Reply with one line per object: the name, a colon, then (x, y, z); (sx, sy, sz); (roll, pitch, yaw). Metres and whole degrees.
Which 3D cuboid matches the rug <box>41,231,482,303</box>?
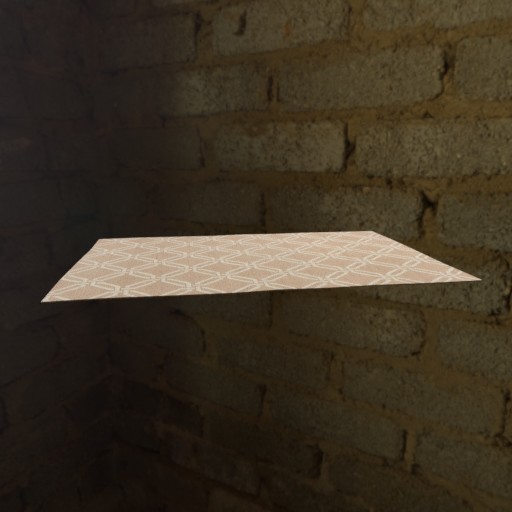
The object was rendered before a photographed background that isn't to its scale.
rug: (0.000, 0.000, 2.255); (1.745, 0.010, 1.146); (-2, 14, -9)
